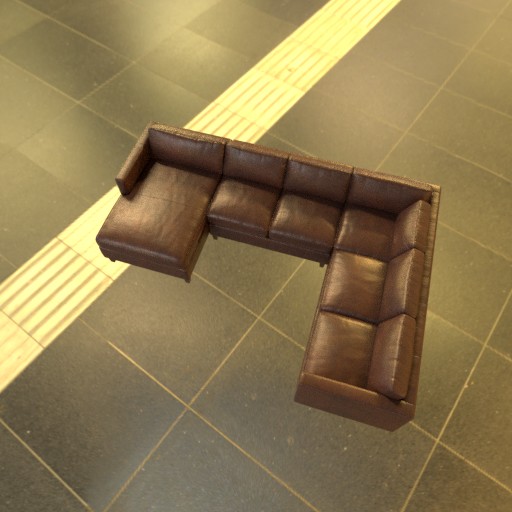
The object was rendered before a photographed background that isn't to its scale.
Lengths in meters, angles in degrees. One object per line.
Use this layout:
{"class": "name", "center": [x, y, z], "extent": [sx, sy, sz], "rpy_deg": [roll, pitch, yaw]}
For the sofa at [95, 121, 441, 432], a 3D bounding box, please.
{"class": "sofa", "center": [0.000, 0.000, 4.540], "extent": [3.324, 0.891, 2.452], "rpy_deg": [15, 60, 9]}
